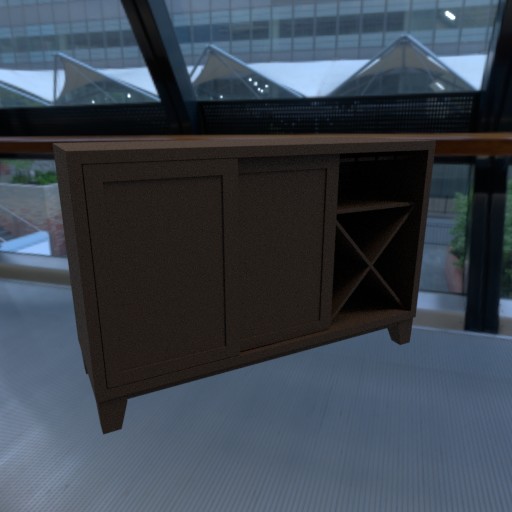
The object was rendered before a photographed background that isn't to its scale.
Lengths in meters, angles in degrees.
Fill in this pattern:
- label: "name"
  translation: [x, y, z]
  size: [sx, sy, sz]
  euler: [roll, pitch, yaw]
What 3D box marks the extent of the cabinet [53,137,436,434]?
- label: "cabinet"
  translation: [0.000, 0.000, 1.829]
  size: [1.396, 0.914, 0.482]
  euler: [-9, 19, -26]
